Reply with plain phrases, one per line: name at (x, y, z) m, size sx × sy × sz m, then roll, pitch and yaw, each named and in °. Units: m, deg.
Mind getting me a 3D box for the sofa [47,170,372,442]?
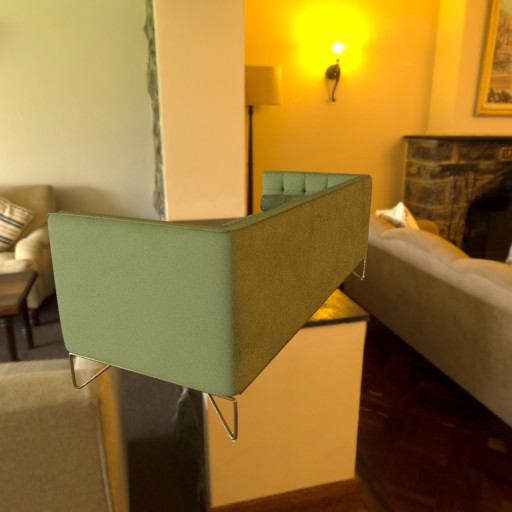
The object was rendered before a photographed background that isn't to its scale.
sofa at (0.000, 0.000, 2.546) m, size 0.867 × 0.789 × 2.087 m, roll 8°, pitch 18°, yaw 25°
